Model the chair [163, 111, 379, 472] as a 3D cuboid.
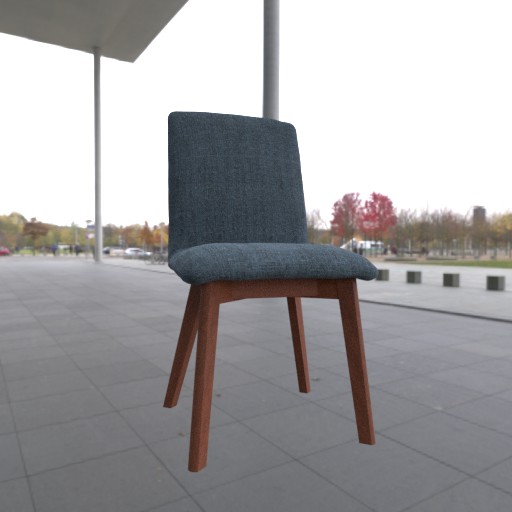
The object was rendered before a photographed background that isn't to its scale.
[{"bbox_3d":[0.000,0.000,1.323,0.522,0.974,0.563,0,1,-18],"label":"chair"}]
